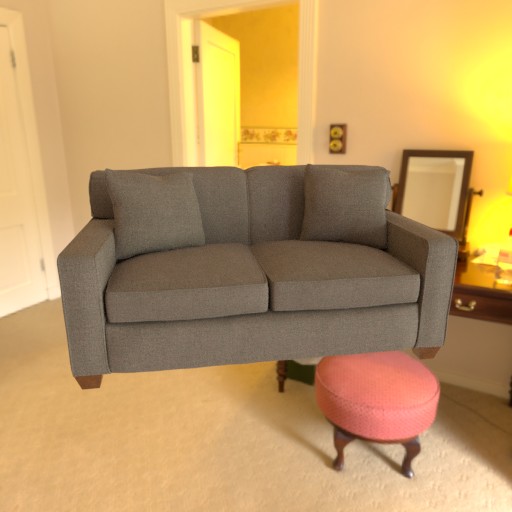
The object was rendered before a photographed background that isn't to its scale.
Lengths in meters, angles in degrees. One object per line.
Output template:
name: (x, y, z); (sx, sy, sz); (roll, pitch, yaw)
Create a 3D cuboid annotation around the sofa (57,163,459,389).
sofa: (0.000, 0.000, 2.457); (1.846, 0.958, 1.000); (-3, 17, -9)
